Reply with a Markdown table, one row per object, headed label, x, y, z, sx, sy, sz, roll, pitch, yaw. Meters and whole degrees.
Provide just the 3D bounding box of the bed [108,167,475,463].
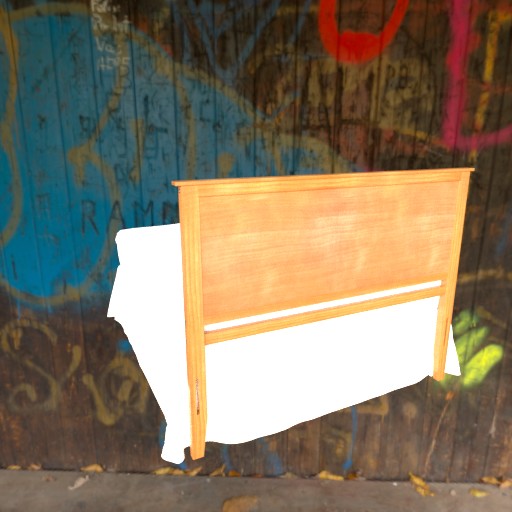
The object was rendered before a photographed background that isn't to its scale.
| label | x | y | z | sx | sy | sz | roll | pitch | yaw |
| --- | --- | --- | --- | --- | --- | --- | --- | --- | --- |
| bed | 0.000 | 0.000 | 3.065 | 1.870 | 1.273 | 2.035 | -7 | 17 | -25 |
